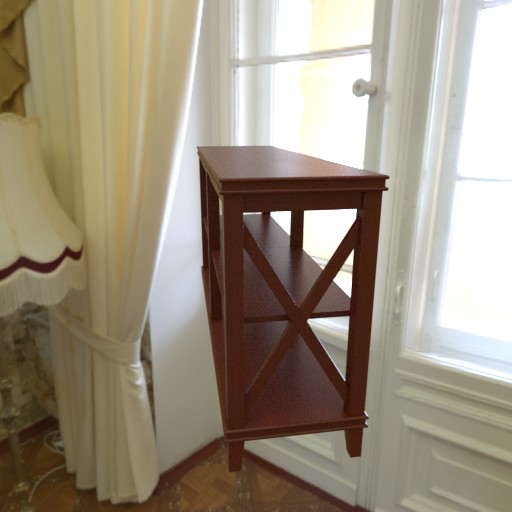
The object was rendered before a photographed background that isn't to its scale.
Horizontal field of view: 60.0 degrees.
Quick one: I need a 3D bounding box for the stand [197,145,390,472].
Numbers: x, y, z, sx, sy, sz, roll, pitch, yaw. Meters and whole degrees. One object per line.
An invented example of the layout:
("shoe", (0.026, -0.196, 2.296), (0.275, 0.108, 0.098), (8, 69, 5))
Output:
("stand", (0.000, 0.000, 1.714), (0.381, 0.762, 1.372), (-3, 17, -9))
